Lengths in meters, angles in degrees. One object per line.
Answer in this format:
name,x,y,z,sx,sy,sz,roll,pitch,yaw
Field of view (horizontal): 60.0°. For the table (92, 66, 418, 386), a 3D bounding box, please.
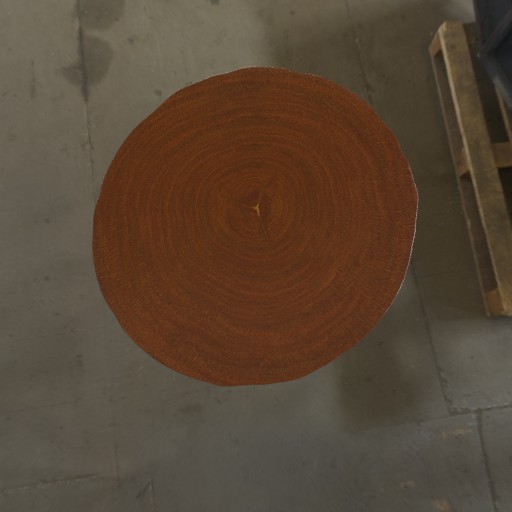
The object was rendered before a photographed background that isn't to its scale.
table,0.000,0.000,0.752,0.380,0.450,0.410,35,79,8
